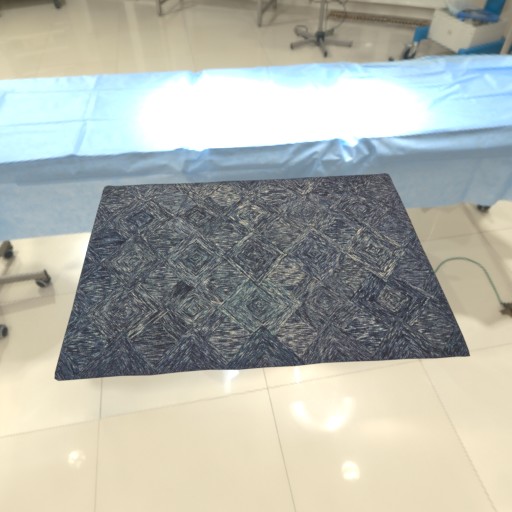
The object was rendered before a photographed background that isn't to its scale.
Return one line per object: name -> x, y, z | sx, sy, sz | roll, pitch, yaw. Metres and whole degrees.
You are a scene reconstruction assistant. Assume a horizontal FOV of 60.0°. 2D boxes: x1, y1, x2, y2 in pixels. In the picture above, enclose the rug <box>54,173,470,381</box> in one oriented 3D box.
rug -> 0.000, 0.000, 4.216 | 3.245, 0.024, 2.385 | -3, 47, -3
